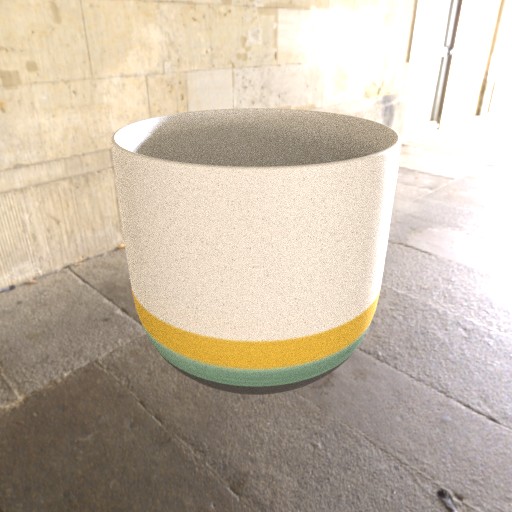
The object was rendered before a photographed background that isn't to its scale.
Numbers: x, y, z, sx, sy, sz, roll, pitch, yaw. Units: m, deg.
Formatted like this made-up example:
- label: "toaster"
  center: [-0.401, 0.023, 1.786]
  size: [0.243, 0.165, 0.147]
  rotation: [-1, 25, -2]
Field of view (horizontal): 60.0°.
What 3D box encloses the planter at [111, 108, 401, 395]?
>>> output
- label: "planter"
  center: [0.000, 0.000, 0.483]
  size: [0.268, 0.270, 0.268]
  rotation: [0, 27, 0]
